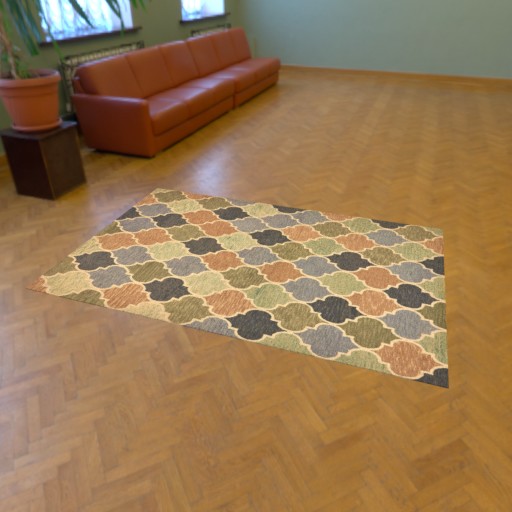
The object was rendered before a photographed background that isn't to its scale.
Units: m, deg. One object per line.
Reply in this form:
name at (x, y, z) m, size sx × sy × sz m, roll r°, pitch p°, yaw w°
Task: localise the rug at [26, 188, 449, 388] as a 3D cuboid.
rug at (0.000, 0.000, 2.279) m, size 1.828 × 0.006 × 1.216 m, roll 10°, pitch 33°, yaw 16°
